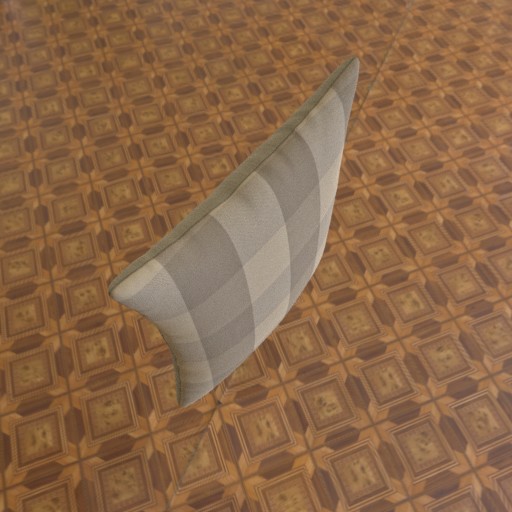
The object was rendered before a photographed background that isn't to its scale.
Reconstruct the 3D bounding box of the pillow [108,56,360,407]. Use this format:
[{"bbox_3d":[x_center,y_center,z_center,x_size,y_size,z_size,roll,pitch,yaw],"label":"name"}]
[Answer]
[{"bbox_3d":[0.000,0.000,0.787,0.161,0.509,0.511,33,64,19],"label":"pillow"}]
